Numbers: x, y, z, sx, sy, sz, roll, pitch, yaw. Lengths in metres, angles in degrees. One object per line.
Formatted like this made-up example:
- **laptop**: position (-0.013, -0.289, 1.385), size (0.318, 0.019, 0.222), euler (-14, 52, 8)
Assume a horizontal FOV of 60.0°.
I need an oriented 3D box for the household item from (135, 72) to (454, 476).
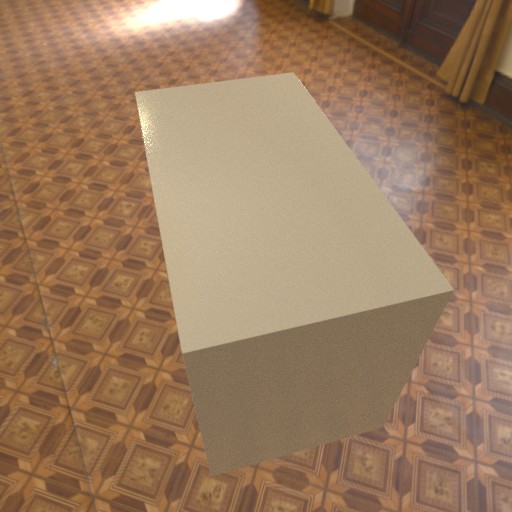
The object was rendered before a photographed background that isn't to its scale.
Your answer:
- **household item**: position (0.000, 0.000, 1.547), size (0.597, 0.749, 1.100), euler (-11, 48, -10)
